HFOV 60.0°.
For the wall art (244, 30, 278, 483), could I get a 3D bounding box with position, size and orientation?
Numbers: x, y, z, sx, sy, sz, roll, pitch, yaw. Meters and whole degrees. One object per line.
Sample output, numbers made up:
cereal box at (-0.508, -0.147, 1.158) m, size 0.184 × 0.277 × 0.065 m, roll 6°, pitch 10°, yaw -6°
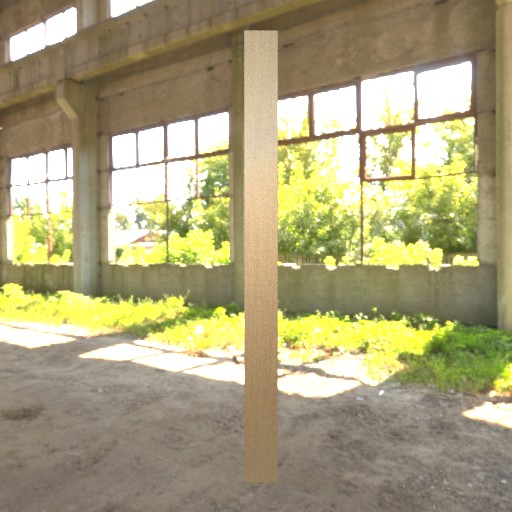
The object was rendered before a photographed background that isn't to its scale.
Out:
wall art at (0.000, 0.000, 0.757) m, size 0.038 × 0.511 × 0.513 m, roll 0°, pitch 0°, yaw -1°
